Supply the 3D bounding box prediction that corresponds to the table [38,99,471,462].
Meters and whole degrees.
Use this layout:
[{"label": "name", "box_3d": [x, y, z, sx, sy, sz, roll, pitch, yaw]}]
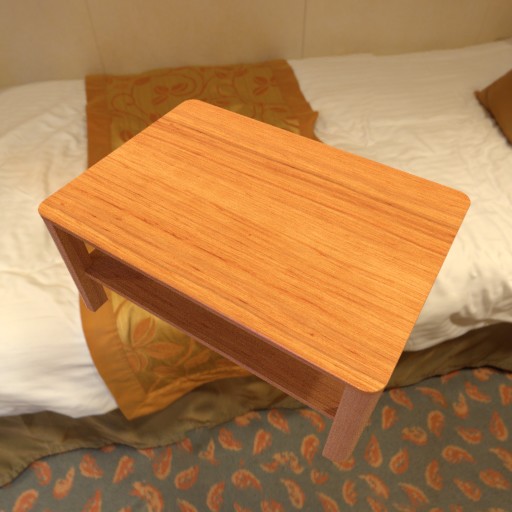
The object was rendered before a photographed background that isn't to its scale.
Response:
[{"label": "table", "box_3d": [0.000, 0.000, 1.380, 0.997, 0.445, 0.696, 25, 53, 21]}]
